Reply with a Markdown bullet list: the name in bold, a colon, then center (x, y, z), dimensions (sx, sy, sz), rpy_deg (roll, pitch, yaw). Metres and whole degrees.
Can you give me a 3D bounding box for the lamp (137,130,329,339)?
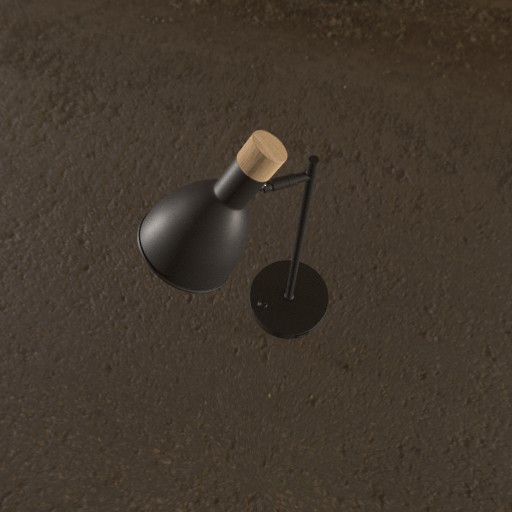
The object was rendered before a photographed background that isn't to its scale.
- **lamp**: center (0.000, 0.000, 0.636), dimensions (0.287, 0.483, 0.152), rpy_deg (-16, 65, -8)
